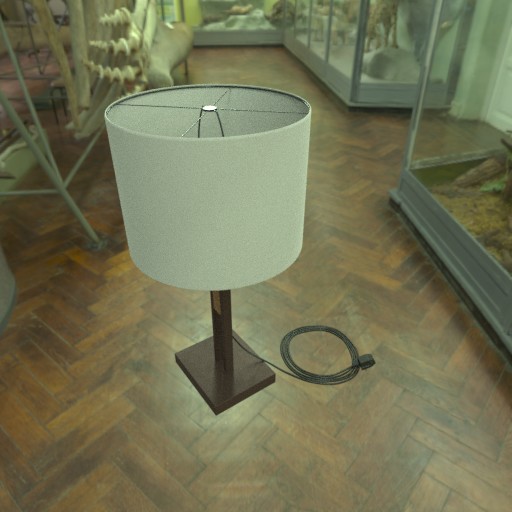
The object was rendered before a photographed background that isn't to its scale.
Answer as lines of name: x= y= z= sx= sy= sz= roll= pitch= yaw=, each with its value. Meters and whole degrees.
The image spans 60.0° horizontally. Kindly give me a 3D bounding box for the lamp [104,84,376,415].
lamp: x=0.000 y=0.000 z=0.985 sx=0.525 sy=0.668 sz=0.396 roll=-21 pitch=38 yaw=-29
